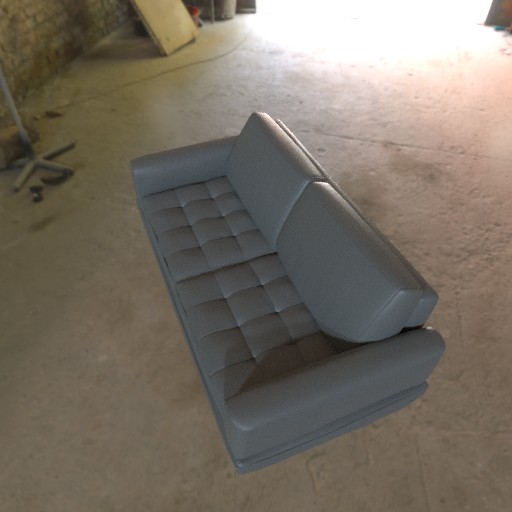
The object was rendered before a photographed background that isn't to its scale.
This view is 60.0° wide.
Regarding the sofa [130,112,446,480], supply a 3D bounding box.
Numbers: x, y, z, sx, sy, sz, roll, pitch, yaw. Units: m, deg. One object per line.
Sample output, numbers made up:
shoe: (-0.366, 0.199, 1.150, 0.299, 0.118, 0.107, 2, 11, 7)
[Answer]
sofa: (0.000, 0.000, 2.692, 1.121, 0.930, 2.177, -17, 48, -16)
